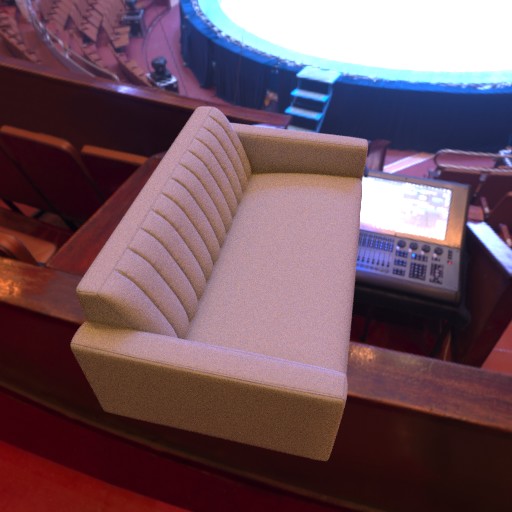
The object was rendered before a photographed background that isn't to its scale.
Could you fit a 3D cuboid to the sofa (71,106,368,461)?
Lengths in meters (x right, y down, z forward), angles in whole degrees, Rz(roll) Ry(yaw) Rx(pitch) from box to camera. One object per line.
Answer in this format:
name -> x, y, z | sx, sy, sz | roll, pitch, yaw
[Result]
sofa -> 0.000, 0.000, 2.129 | 0.950, 0.801, 1.585 | 9, 46, 9
